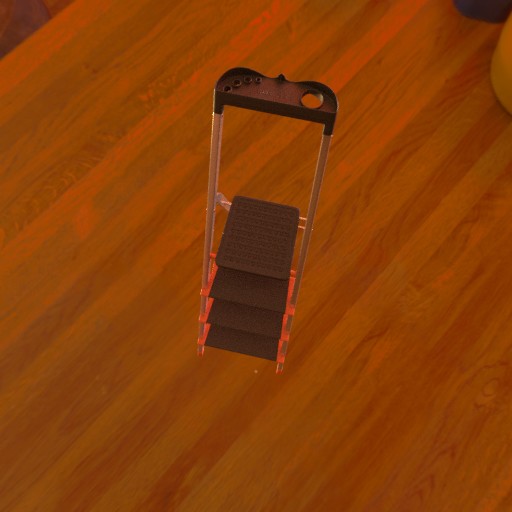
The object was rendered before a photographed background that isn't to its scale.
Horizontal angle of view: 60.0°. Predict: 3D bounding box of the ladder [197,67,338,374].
[{"bbox_3d":[0.000,0.000,1.746,0.452,1.429,0.834,12,76,3],"label":"ladder"}]
